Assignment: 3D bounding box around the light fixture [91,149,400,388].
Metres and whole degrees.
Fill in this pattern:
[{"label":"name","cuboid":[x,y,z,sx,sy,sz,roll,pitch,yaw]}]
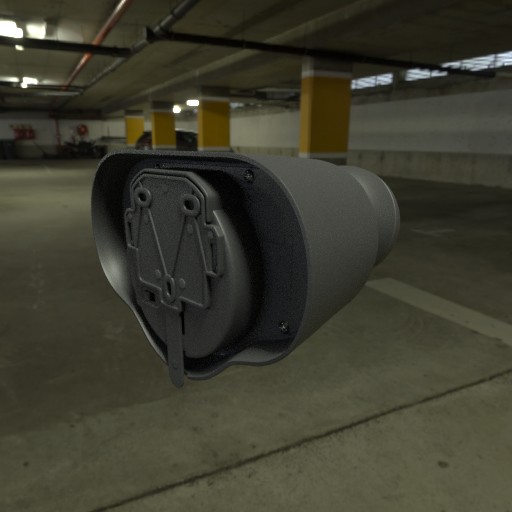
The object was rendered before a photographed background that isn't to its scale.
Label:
[{"label":"light fixture","cuboid":[0.000,0.000,0.340,0.159,0.159,0.229,-14,20,-43]}]
